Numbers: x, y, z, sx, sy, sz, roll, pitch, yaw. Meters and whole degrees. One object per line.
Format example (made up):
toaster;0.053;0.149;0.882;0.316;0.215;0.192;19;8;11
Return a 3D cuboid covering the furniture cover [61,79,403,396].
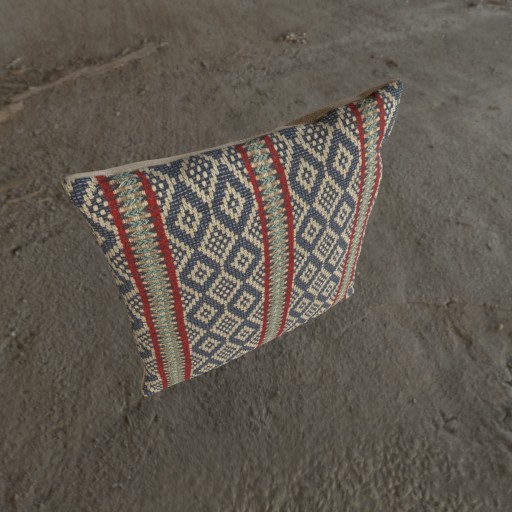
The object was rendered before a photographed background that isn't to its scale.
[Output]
furniture cover;0.000;0.000;0.645;0.431;0.431;0.139;-23;51;-21
